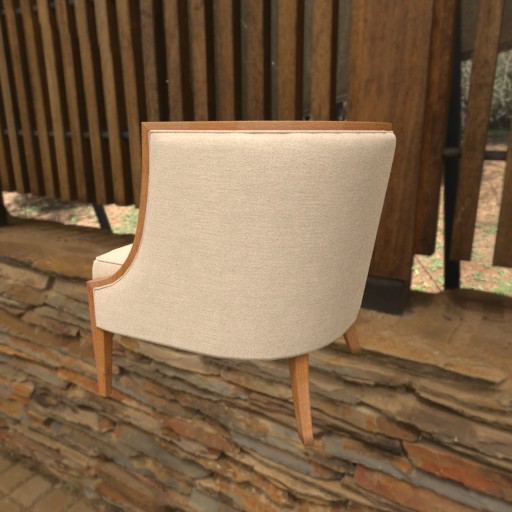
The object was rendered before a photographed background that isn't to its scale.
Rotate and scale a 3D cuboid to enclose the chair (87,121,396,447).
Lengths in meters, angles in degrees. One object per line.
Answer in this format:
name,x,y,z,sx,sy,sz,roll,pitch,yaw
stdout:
chair,0.000,0.000,1.360,0.757,0.775,0.711,7,17,24
